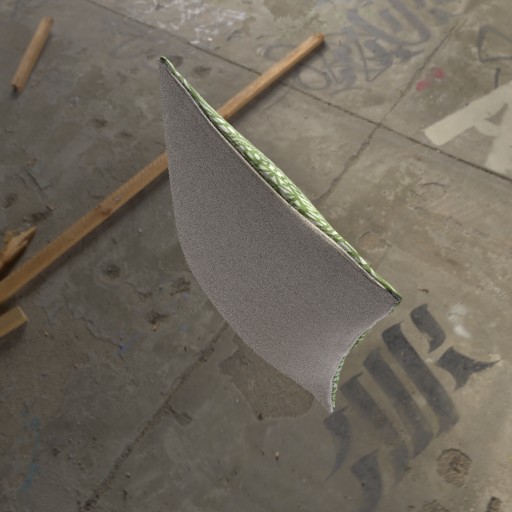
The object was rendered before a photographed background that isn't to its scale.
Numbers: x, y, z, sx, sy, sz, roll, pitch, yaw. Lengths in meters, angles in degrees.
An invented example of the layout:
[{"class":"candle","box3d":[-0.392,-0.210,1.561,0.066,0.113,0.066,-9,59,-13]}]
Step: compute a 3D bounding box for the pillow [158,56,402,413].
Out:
[{"class":"pillow","box3d":[0.000,0.000,0.658,0.162,0.419,0.440,-31,63,-18]}]
